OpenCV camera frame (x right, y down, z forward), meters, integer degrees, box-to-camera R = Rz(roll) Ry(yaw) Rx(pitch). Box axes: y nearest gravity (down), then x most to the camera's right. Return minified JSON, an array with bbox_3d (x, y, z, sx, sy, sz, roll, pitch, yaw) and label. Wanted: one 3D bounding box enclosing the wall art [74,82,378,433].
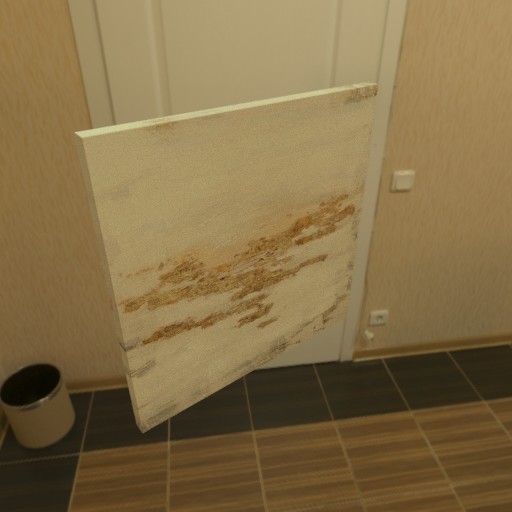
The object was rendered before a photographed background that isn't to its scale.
[{"bbox_3d":[0.000,0.000,1.132,0.753,0.755,0.038,-22,38,-31],"label":"wall art"}]
